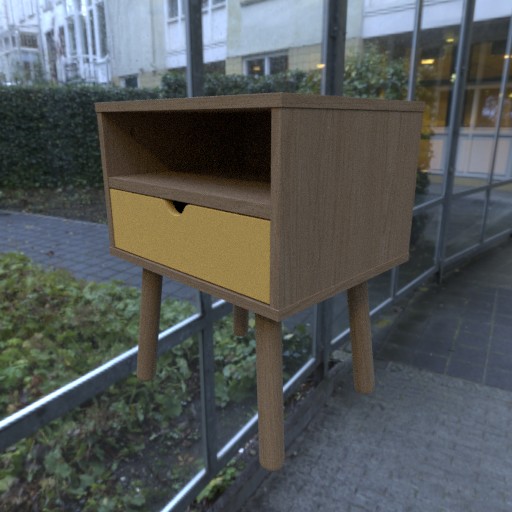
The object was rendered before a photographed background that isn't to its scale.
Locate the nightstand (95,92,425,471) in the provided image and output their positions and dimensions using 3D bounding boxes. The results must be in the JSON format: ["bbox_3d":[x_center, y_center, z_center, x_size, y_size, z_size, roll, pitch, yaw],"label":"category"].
[{"bbox_3d":[0.000,0.000,0.872,0.450,0.571,0.380,16,23,42],"label":"nightstand"}]
